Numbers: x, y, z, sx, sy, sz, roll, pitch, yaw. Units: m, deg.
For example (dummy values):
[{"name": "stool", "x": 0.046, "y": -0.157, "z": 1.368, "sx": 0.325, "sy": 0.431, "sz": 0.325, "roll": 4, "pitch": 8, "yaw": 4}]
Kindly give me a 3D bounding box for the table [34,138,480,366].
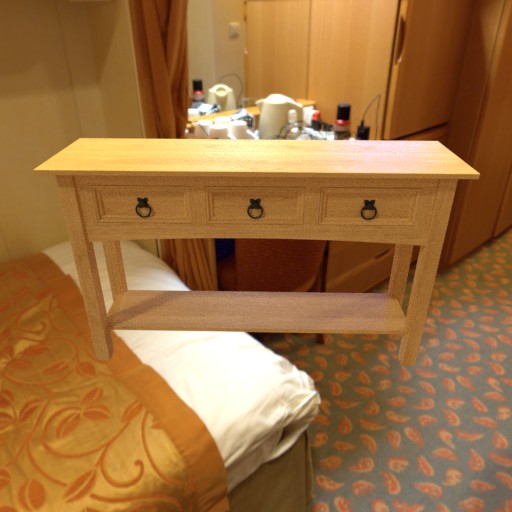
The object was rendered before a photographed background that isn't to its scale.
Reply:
[{"name": "table", "x": 0.000, "y": 0.000, "z": 1.558, "sx": 1.240, "sy": 0.730, "sz": 0.350, "roll": 1, "pitch": 29, "yaw": 1}]
